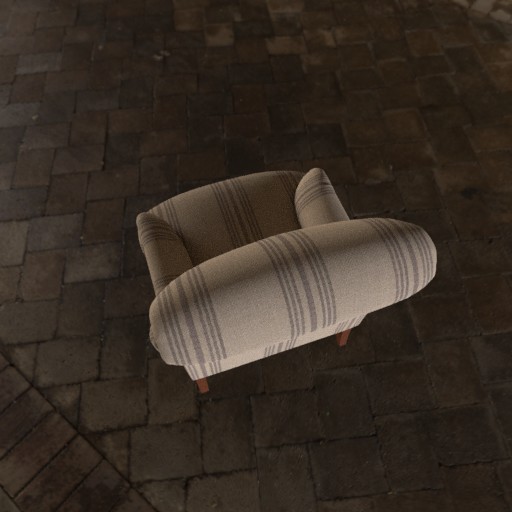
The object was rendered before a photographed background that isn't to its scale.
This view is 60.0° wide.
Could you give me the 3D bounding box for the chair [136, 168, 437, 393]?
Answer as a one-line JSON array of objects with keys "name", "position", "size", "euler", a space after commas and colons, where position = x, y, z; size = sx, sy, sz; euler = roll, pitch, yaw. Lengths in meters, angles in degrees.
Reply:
[{"name": "chair", "position": [0.000, 0.000, 1.633], "size": [0.813, 0.940, 0.914], "euler": [-16, 60, -10]}]
